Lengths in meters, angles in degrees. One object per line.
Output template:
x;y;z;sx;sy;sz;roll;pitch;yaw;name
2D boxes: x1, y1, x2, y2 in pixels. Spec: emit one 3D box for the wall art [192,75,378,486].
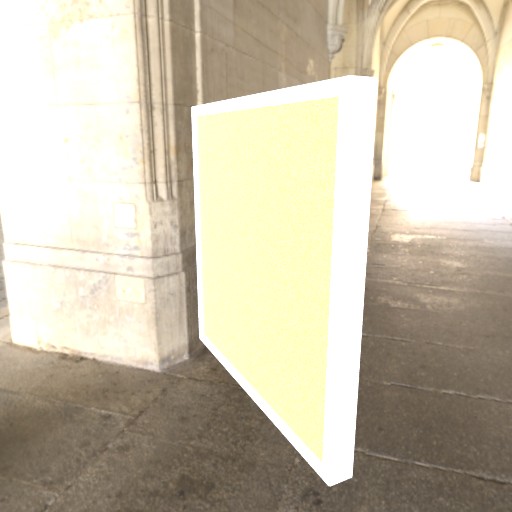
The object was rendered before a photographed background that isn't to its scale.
0.000;0.000;0.748;0.038;0.508;0.508;-7;16;-26;wall art
